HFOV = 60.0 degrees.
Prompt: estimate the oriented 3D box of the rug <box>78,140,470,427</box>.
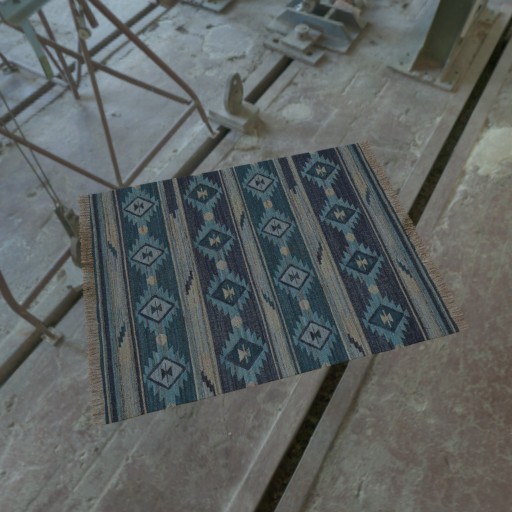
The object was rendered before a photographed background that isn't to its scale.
[{"bbox_3d":[0.000,0.000,4.296,3.307,0.047,2.418,-12,59,-8],"label":"rug"}]
